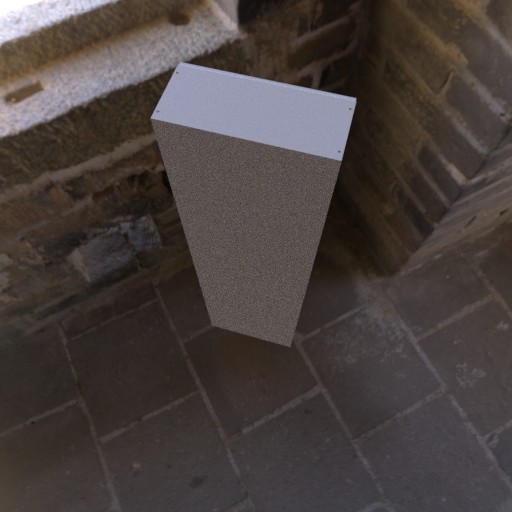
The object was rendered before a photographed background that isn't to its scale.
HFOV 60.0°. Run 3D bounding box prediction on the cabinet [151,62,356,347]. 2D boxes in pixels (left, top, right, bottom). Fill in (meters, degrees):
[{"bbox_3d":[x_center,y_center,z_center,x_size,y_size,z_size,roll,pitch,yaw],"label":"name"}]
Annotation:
[{"bbox_3d":[0.000,0.000,1.966,0.500,1.790,0.230,14,65,7],"label":"cabinet"}]
